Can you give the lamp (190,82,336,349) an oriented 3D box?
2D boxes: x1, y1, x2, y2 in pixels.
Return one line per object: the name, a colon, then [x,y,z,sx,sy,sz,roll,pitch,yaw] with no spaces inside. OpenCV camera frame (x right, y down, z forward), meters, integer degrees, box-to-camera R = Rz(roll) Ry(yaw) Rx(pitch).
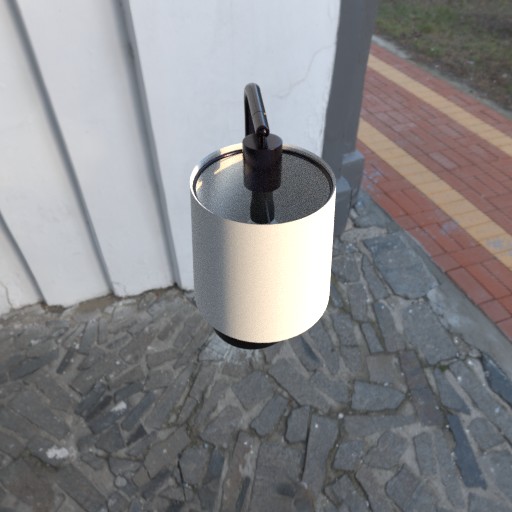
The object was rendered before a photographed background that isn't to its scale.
lamp: [0.000,0.000,0.640,0.171,0.489,0.333,-4,45,-4]
